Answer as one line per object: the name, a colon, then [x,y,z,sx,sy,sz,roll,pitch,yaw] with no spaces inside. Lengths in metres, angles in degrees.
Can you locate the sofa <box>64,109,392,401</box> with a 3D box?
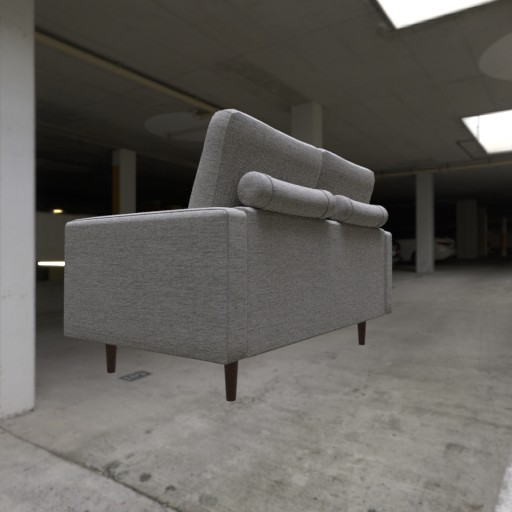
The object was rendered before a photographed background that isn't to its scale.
sofa: [0.000,0.000,1.991,0.842,0.907,1.407,0,0,35]
